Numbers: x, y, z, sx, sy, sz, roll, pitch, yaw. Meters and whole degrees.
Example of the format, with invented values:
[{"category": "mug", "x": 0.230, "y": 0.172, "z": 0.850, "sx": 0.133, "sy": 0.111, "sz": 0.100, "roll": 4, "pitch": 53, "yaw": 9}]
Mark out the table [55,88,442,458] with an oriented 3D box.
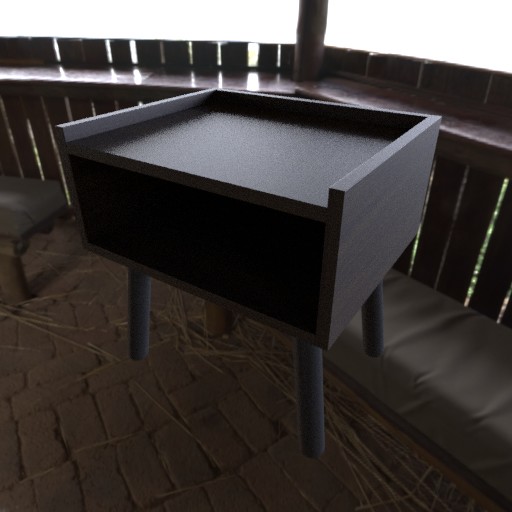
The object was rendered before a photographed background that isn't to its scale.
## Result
[{"category": "table", "x": 0.000, "y": 0.000, "z": 0.784, "sx": 0.450, "sy": 0.470, "sz": 0.370, "roll": 19, "pitch": 35, "yaw": 29}]
